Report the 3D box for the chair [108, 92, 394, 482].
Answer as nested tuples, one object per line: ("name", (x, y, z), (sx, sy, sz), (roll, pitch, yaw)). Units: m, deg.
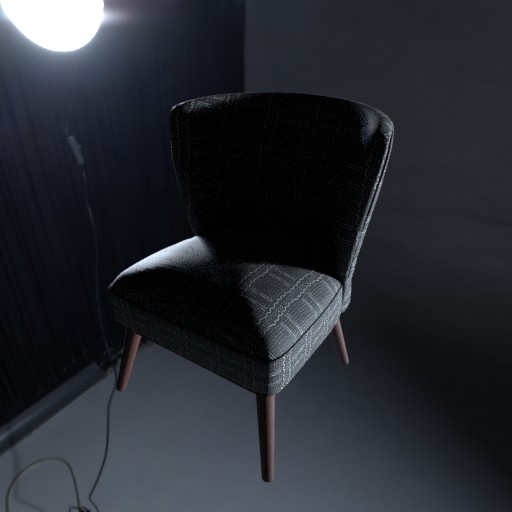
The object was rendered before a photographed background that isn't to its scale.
("chair", (0.000, 0.000, 1.382), (0.710, 0.866, 0.758), (18, 34, 29))
